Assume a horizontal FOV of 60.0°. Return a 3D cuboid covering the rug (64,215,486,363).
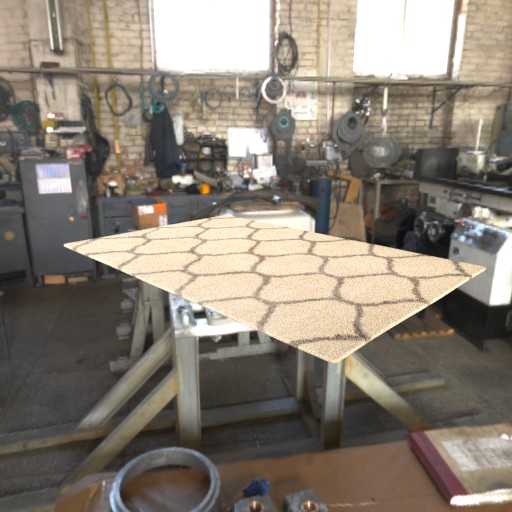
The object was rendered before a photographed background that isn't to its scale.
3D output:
[{"bbox_3d":[0.000,0.000,3.354,2.701,0.026,1.801,15,22,43],"label":"rug"}]
